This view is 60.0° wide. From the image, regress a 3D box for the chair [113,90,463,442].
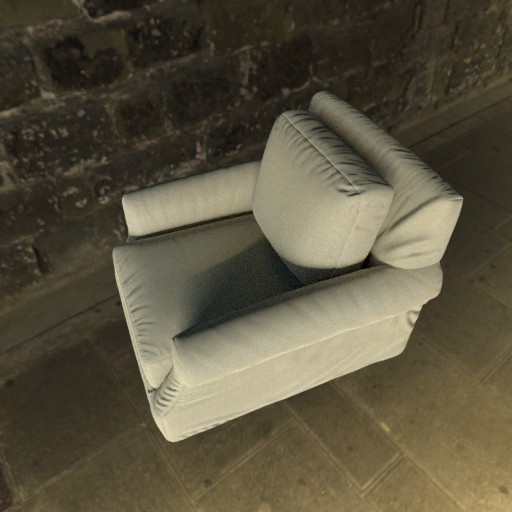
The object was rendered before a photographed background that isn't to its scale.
[{"bbox_3d":[0.000,0.000,1.716,1.066,0.866,0.940,-17,47,-16],"label":"chair"}]
